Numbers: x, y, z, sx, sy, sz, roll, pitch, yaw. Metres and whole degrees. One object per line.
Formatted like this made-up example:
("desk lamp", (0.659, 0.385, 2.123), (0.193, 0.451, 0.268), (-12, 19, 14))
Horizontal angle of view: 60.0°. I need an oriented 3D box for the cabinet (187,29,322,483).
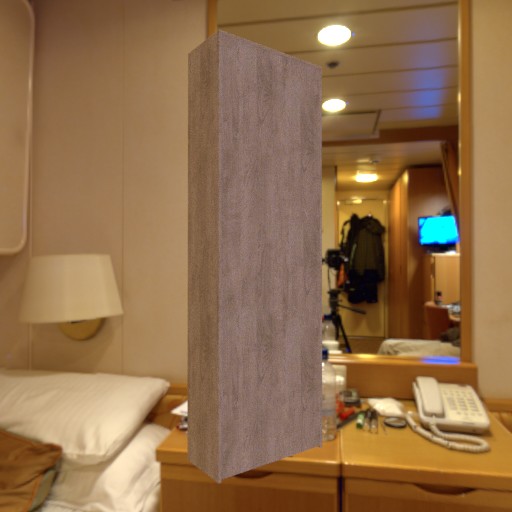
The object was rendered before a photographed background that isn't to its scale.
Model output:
("cabinet", (0.000, 0.000, 1.846), (0.520, 1.630, 0.250), (0, -1, -37))
